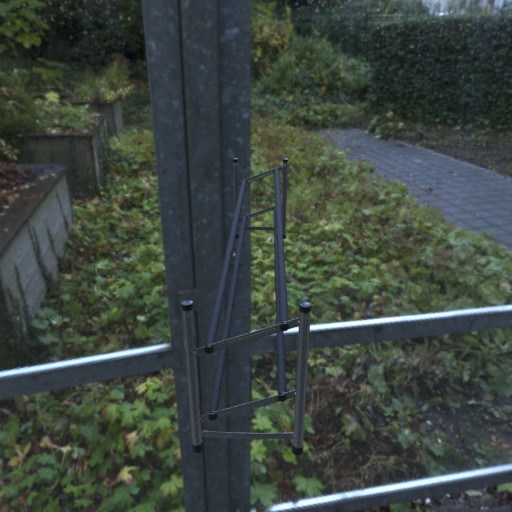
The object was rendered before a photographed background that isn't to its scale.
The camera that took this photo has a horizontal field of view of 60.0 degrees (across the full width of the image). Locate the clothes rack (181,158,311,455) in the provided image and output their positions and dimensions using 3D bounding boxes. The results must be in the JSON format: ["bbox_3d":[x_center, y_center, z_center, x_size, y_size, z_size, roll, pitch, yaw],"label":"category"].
[{"bbox_3d":[0.000,0.000,1.355,0.229,0.349,1.168,1,25,2],"label":"clothes rack"}]
